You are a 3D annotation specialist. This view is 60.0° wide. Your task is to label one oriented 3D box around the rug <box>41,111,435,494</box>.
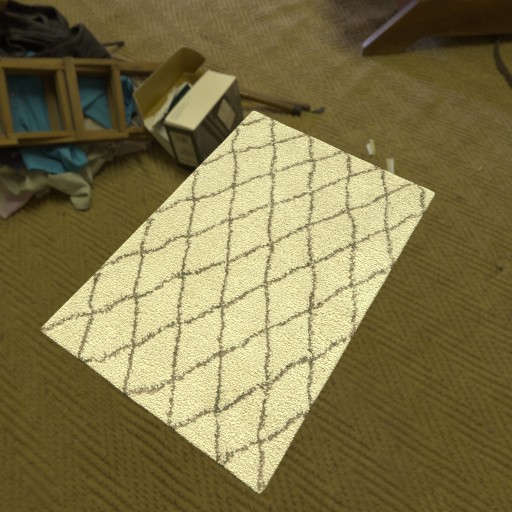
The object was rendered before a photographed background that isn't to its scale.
[{"bbox_3d":[0.000,0.000,2.257,1.219,0.030,1.778,29,63,17],"label":"rug"}]
